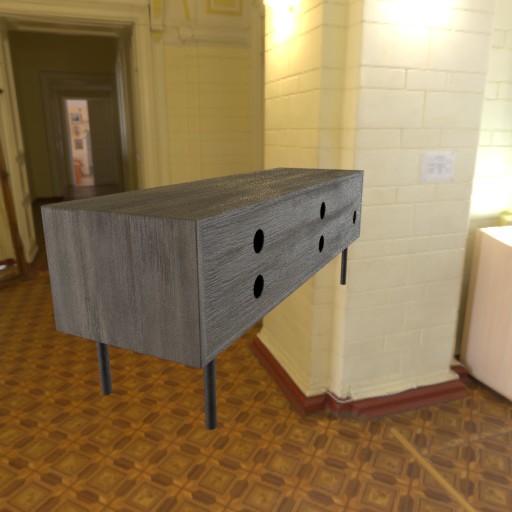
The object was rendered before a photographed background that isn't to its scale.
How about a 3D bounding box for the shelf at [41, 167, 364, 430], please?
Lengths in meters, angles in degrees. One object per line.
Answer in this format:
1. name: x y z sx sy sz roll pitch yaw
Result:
1. shelf: 0.000 0.000 1.492 0.400 0.495 1.300 7 17 25
